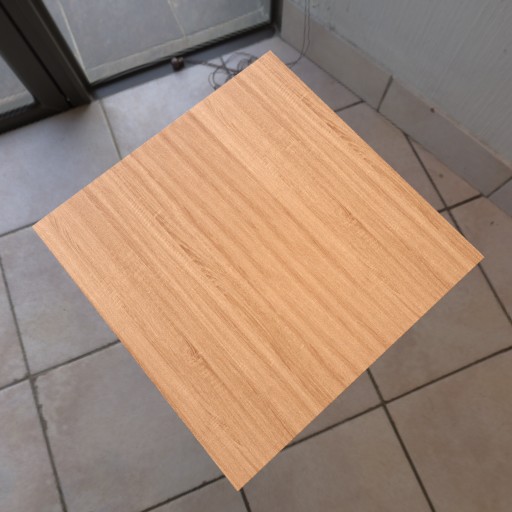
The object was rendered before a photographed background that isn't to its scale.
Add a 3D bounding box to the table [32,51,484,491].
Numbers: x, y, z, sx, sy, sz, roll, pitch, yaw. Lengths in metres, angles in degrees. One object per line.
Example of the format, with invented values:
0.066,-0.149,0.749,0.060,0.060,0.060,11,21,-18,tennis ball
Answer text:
0.000,0.000,1.375,0.890,0.305,0.890,-40,79,-10,table
